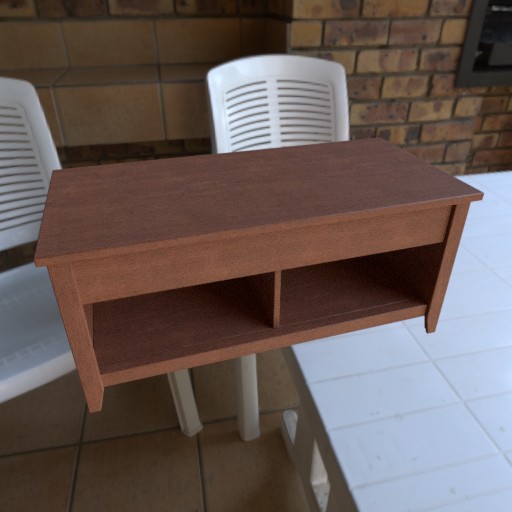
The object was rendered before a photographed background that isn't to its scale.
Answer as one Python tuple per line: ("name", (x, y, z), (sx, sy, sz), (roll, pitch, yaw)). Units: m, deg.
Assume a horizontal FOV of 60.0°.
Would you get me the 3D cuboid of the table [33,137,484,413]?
("table", (0.000, 0.000, 1.265), (1.016, 0.457, 0.483), (-9, 33, -15))
